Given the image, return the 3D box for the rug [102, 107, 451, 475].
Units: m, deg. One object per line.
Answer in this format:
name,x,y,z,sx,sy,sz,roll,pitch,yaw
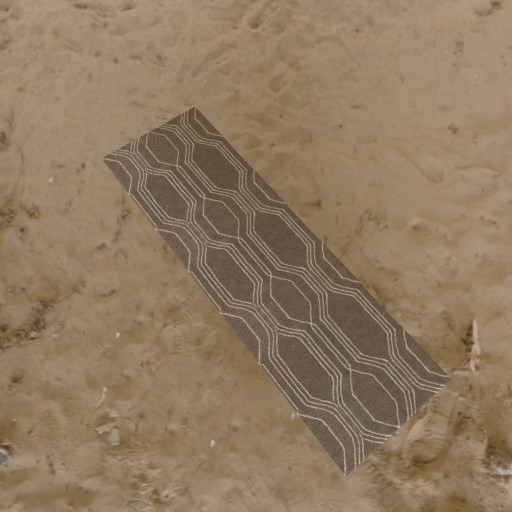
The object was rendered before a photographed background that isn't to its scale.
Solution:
rug,0.000,0.000,2.718,0.773,0.012,2.464,-35,69,-15
